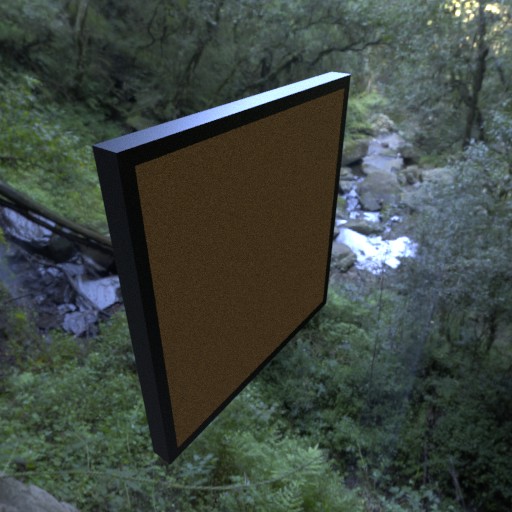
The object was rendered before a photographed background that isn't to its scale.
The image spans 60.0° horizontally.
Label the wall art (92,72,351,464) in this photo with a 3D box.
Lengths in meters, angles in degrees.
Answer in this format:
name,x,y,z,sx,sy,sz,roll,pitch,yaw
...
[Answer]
name,x,y,z,sx,sy,sz,roll,pitch,yaw
wall art,0.000,0.000,0.747,0.038,0.508,0.508,21,38,30
